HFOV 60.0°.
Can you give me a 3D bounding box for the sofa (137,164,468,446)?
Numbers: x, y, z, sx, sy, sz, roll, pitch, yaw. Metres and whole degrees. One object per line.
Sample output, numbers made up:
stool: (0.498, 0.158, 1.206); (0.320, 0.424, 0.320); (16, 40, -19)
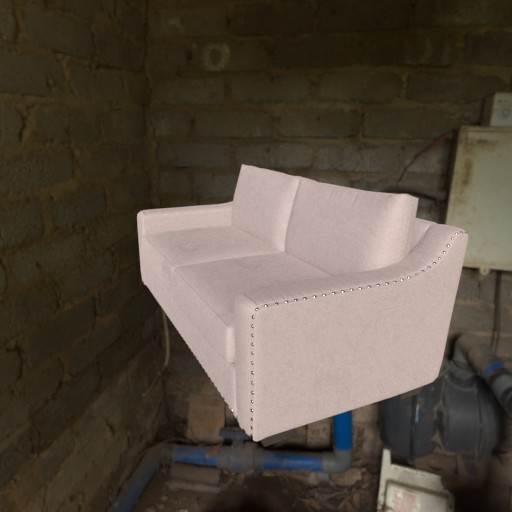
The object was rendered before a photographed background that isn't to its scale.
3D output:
sofa: (0.000, 0.000, 2.554); (1.030, 0.901, 1.967); (-7, 18, -24)
